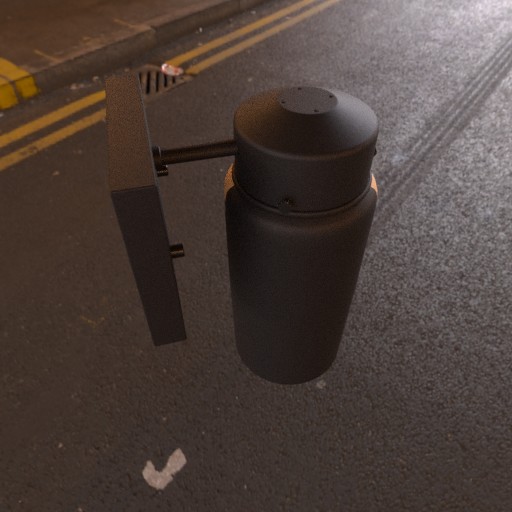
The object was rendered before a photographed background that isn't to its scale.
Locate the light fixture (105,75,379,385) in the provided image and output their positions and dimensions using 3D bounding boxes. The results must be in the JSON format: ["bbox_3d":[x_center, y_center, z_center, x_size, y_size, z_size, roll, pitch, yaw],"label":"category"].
[{"bbox_3d":[0.000,0.000,0.358,0.176,0.257,0.130,-10,46,-10],"label":"light fixture"}]
